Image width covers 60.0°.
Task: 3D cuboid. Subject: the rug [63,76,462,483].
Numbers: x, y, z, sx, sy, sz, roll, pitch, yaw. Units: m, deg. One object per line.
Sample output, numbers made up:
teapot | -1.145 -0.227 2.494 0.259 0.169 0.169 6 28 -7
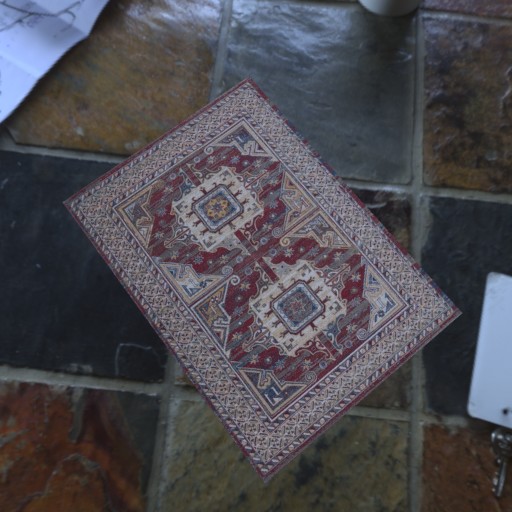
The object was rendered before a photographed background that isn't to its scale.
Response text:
rug | 0.000 0.000 2.912 1.599 0.011 2.210 -37 78 -9
